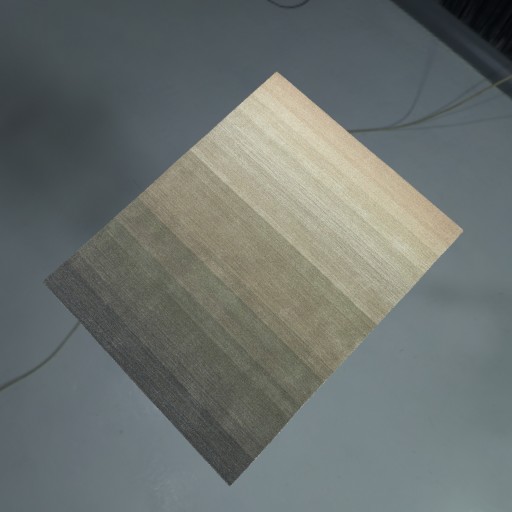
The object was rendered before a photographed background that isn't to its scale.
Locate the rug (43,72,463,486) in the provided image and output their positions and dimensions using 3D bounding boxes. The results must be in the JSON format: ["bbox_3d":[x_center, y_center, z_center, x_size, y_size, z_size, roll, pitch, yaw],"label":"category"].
[{"bbox_3d":[0.000,0.000,3.892,2.315,0.015,2.932,44,80,10],"label":"rug"}]
